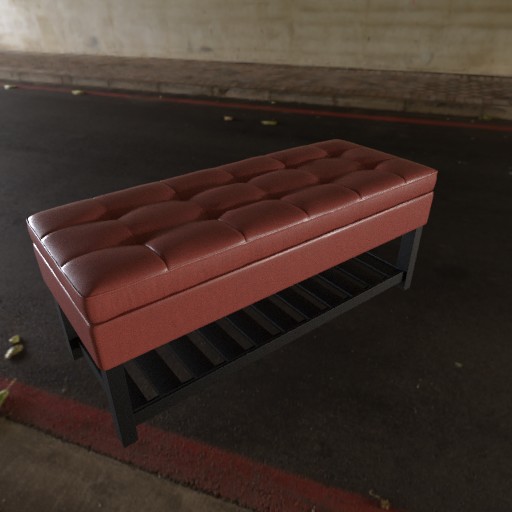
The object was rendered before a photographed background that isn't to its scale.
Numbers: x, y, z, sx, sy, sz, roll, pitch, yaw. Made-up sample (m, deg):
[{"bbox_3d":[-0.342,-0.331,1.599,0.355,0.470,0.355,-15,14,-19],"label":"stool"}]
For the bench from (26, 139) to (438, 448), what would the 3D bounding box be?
[{"bbox_3d":[0.000,0.000,1.326,1.105,0.460,0.432,-21,37,-31],"label":"bench"}]
